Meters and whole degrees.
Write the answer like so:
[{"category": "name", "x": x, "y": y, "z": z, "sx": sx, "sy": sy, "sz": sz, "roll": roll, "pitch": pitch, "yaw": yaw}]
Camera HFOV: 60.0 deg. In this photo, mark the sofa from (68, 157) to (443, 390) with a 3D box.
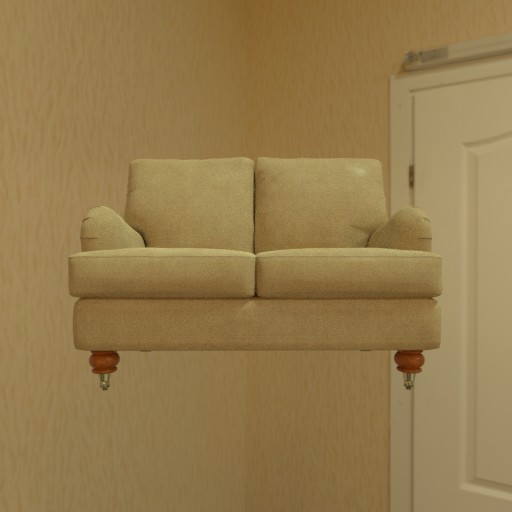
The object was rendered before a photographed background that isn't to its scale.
[{"category": "sofa", "x": 0.000, "y": 0.000, "z": 2.208, "sx": 1.498, "sy": 1.087, "sz": 1.086, "roll": 0, "pitch": 1, "yaw": 0}]
